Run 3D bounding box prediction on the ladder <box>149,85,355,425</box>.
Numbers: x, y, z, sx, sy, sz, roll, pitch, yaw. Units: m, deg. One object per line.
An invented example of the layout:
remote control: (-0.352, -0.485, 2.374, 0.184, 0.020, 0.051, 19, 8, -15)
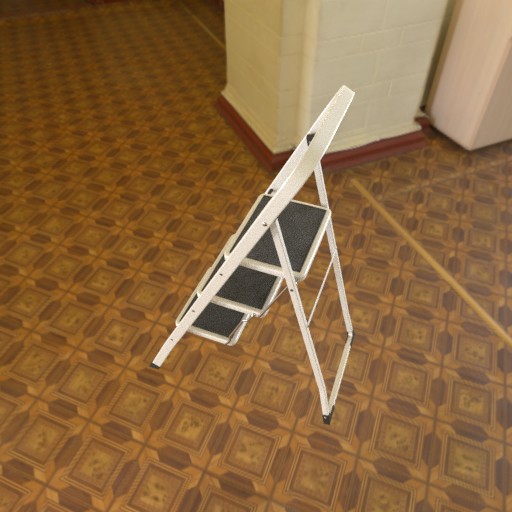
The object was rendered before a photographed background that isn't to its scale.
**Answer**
ladder: (0.000, 0.000, 1.400, 0.711, 1.050, 0.460, 16, 48, 15)
